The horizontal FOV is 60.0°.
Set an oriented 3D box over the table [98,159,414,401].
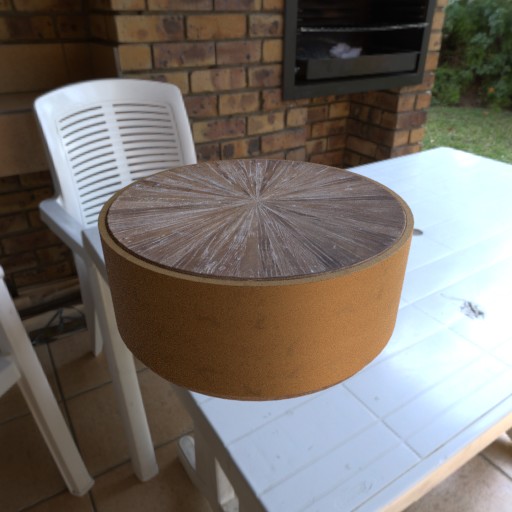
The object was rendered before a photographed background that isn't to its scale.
[{"bbox_3d":[0.000,0.000,1.563,1.001,0.409,1.001,0,29,0],"label":"table"}]
